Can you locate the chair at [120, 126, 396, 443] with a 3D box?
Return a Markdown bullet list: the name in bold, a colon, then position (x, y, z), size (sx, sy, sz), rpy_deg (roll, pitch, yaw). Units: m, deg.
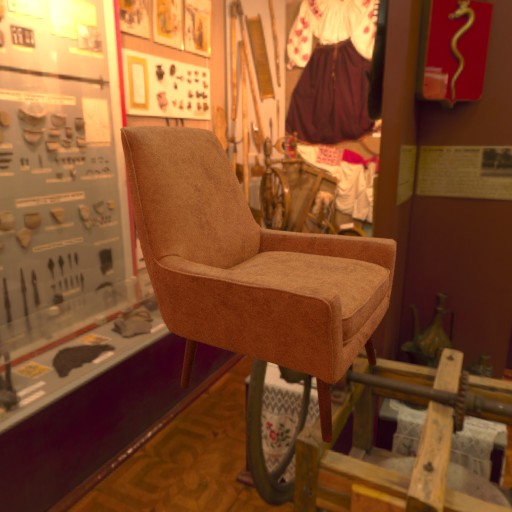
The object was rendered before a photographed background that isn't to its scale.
- **chair**: position (0.000, 0.000, 1.556), size (0.851, 0.883, 0.753), rpy_deg (8, 16, 28)
